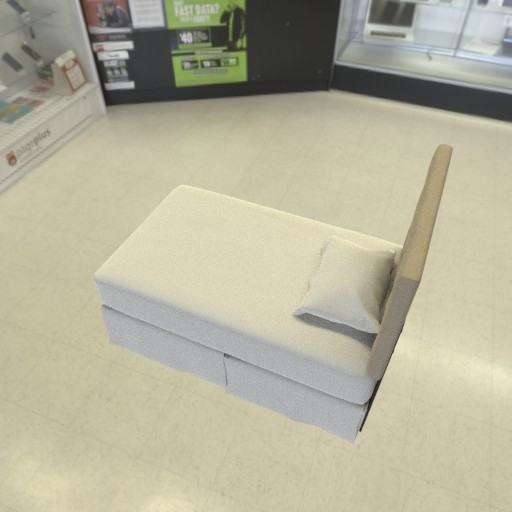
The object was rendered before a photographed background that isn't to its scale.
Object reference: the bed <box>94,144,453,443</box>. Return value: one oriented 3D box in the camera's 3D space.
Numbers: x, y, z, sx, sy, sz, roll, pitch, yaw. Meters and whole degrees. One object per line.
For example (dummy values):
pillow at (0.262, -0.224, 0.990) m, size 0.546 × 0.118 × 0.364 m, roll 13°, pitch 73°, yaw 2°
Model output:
bed at (0.000, 0.000, 3.001) m, size 1.997 × 1.571 × 1.261 m, roll 18°, pitch 48°, yaw 17°
